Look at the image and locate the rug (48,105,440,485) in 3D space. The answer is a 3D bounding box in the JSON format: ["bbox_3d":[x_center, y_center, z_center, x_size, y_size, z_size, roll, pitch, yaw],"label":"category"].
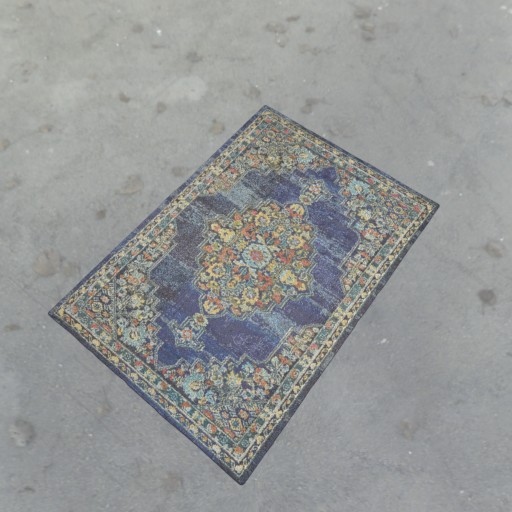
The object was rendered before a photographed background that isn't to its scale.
[{"bbox_3d":[0.000,0.000,3.860,2.053,0.011,2.940,35,68,16],"label":"rug"}]
